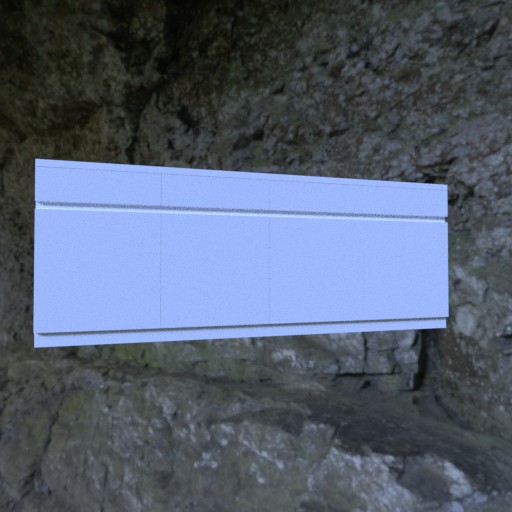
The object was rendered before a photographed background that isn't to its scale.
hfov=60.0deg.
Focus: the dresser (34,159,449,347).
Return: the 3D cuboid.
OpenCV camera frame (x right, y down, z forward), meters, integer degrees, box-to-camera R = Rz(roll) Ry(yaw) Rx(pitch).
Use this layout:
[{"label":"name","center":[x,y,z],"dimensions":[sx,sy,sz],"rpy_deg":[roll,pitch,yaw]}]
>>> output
[{"label":"dresser","center":[0.000,0.000,2.519],"dimensions":[2.200,0.840,0.500],"rpy_deg":[0,-1,-17]}]
